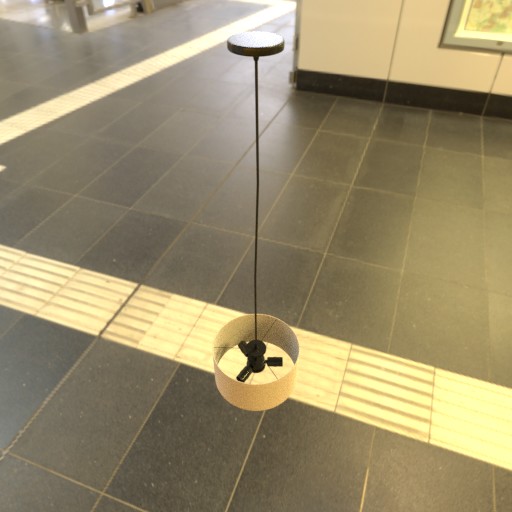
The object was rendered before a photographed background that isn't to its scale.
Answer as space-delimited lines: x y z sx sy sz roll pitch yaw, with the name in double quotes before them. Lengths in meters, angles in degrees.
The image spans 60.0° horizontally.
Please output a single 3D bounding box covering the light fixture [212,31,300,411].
"light fixture" 0.000 0.000 1.667 0.399 1.516 0.399 0 41 0
